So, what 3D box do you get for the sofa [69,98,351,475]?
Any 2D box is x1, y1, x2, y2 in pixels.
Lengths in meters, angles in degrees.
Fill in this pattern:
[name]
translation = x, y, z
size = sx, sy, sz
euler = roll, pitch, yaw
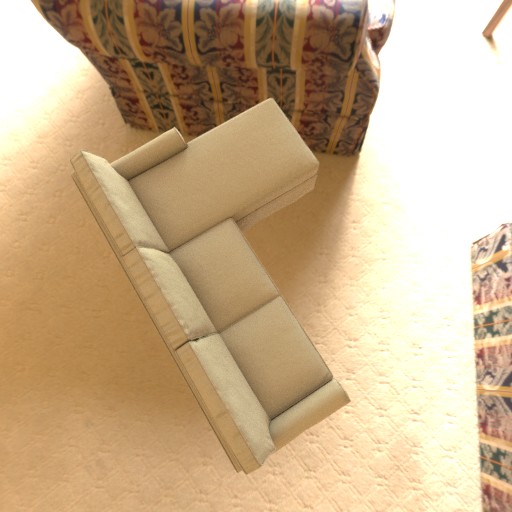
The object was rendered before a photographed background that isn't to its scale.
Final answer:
[sofa]
translation = 0.000, 0.000, 3.366
size = 1.733, 0.978, 2.475
euler = -31, 77, -8
